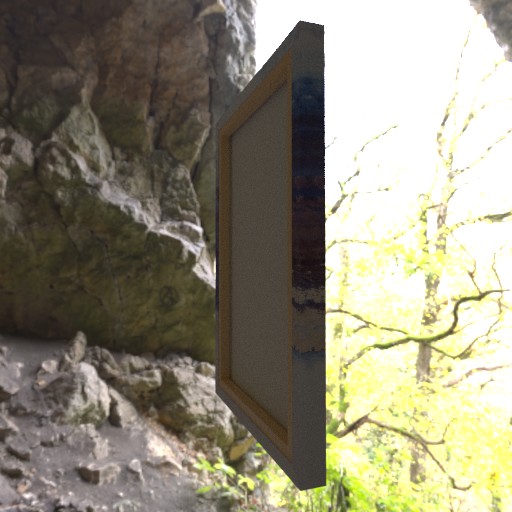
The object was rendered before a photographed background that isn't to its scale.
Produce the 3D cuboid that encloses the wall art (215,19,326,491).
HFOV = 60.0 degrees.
[{"bbox_3d":[0.000,0.000,0.757,0.036,0.581,0.437,0,-1,-19],"label":"wall art"}]
